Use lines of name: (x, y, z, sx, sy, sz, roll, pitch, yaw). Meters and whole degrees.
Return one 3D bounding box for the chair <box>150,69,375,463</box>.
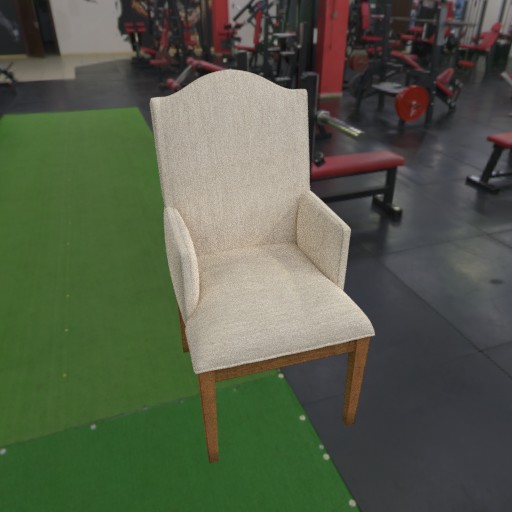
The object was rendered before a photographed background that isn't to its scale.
chair: (0.000, 0.000, 1.398, 0.533, 1.016, 0.641, -9, 32, -14)
